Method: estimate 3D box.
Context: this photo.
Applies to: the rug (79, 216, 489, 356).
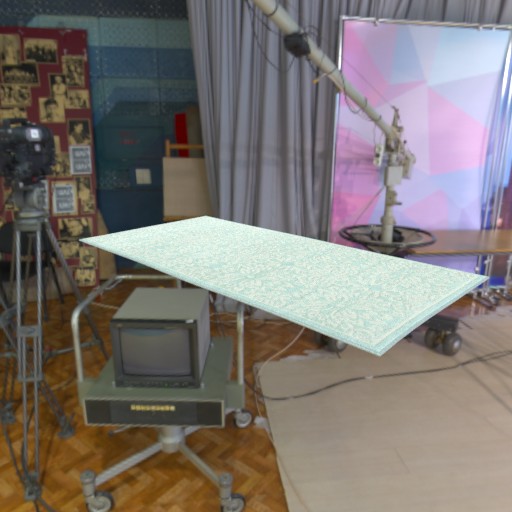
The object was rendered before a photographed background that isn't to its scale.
[{"bbox_3d":[0.000,0.000,1.426,1.219,0.007,0.604,15,23,42],"label":"rug"}]
